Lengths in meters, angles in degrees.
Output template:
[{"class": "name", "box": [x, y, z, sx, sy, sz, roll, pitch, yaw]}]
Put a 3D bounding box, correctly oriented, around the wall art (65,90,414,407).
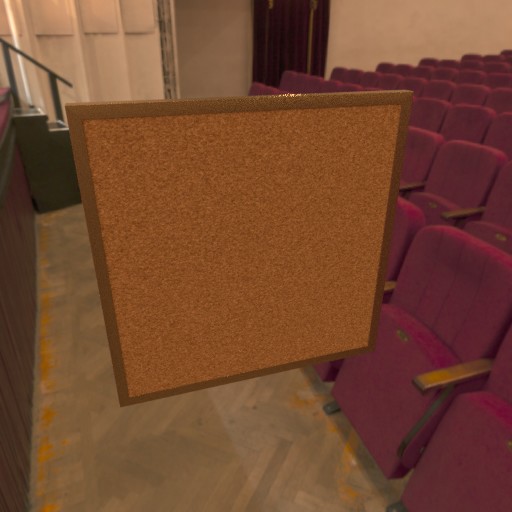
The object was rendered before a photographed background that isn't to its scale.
[{"class": "wall art", "box": [0.000, 0.000, 1.123, 0.767, 0.765, 0.036, -8, 28, -16]}]
